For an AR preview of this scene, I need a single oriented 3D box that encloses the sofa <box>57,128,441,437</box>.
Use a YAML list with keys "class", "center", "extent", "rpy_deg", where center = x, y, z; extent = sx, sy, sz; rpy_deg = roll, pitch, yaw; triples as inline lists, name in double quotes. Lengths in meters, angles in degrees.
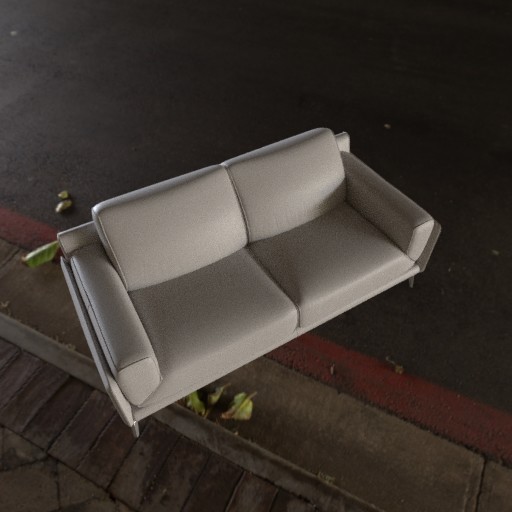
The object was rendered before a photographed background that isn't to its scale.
- class: "sofa"
  center: [0.000, 0.000, 2.681]
  extent: [2.101, 0.930, 1.049]
  rpy_deg: [-24, 52, -20]
